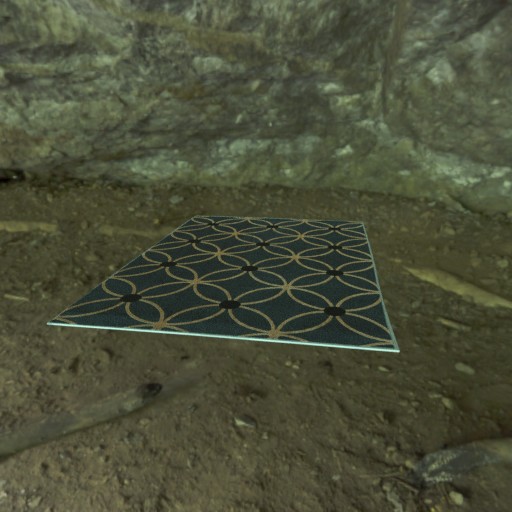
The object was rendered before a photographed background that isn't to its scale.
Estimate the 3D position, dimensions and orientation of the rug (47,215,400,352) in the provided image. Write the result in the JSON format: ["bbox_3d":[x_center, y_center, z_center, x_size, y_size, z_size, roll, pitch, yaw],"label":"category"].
[{"bbox_3d":[0.000,0.000,2.923,1.522,0.008,2.284,3,18,9],"label":"rug"}]
